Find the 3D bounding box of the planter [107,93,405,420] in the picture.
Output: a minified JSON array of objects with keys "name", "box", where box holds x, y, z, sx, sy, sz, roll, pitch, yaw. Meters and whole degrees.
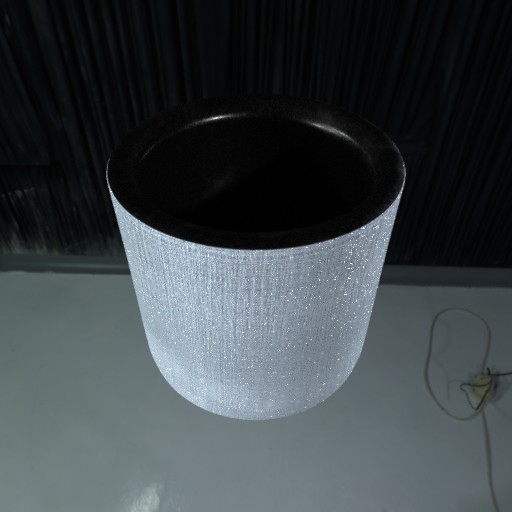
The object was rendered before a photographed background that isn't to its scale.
[{"name":"planter","box":[0.000,0.000,0.291,0.160,0.156,0.160,0,43,0]}]
